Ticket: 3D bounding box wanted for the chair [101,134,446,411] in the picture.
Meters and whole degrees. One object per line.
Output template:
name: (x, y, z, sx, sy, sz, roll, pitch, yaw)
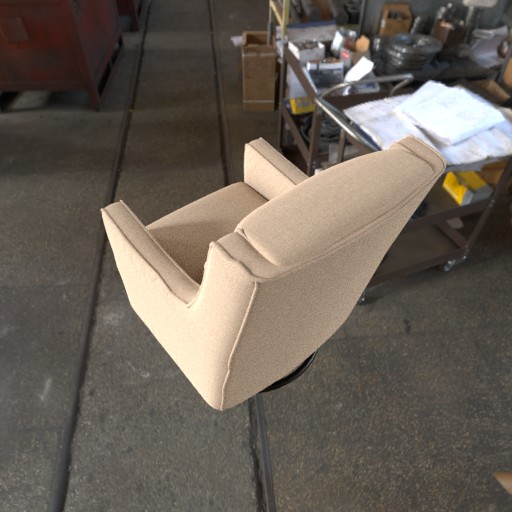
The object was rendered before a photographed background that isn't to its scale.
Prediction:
chair: (0.000, 0.000, 1.559, 0.732, 0.993, 0.879, -31, 54, -26)
